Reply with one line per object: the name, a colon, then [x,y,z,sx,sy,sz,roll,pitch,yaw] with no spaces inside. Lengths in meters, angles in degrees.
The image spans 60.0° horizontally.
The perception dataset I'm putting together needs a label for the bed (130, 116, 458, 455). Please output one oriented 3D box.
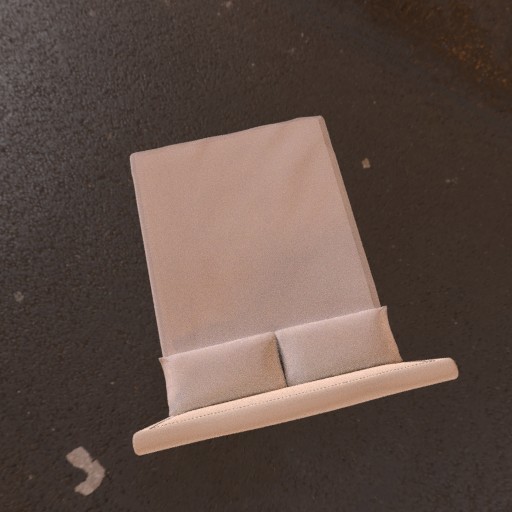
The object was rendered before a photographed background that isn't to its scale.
bed: [0.000,0.000,3.181,1.753,1.460,2.143,-12,75,-3]
